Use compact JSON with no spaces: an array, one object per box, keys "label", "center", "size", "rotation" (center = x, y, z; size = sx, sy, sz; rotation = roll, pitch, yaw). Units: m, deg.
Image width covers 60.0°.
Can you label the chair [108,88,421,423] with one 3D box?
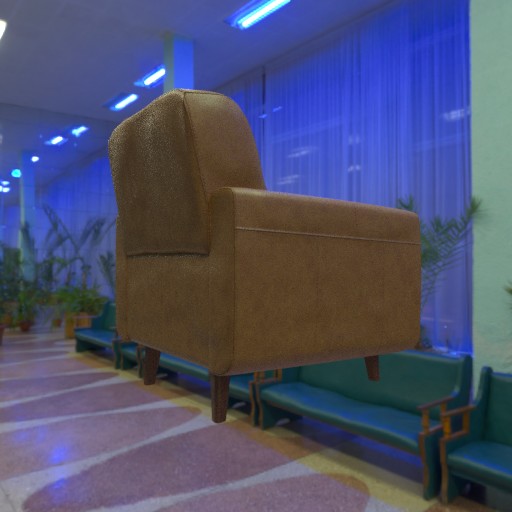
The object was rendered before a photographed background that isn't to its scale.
[{"label":"chair","center":[0.000,0.000,1.685],"size":[0.942,0.968,0.845],"rotation":[0,-1,-38]}]
